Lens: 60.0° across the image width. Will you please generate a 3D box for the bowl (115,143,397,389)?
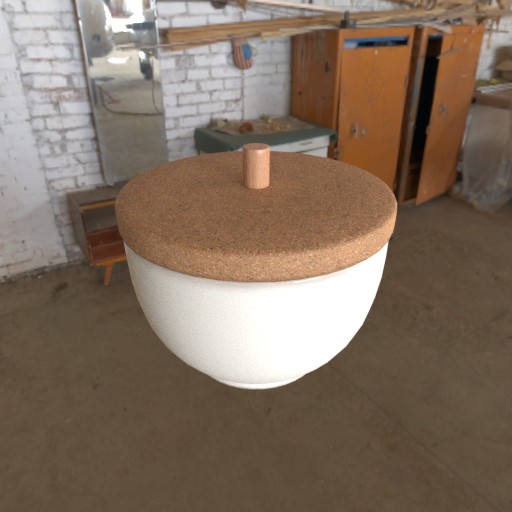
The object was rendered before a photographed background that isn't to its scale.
[{"bbox_3d":[0.000,0.000,0.221,0.126,0.110,0.126,0,29,0],"label":"bowl"}]
